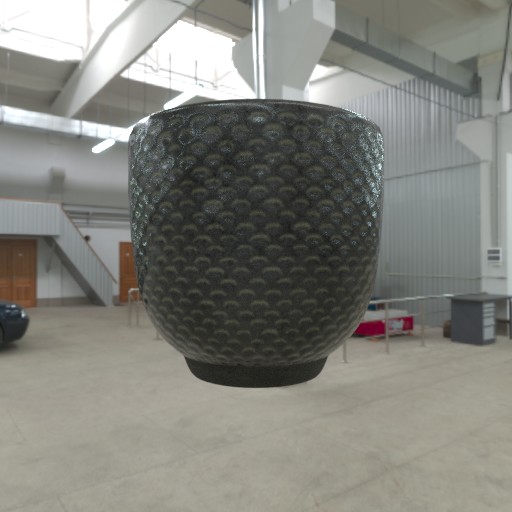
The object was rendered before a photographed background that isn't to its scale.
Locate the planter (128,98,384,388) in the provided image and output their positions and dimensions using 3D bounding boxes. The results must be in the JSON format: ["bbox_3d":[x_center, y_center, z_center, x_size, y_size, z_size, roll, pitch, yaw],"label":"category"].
[{"bbox_3d":[0.000,0.000,0.309,0.172,0.160,0.172,0,-1,0],"label":"planter"}]
